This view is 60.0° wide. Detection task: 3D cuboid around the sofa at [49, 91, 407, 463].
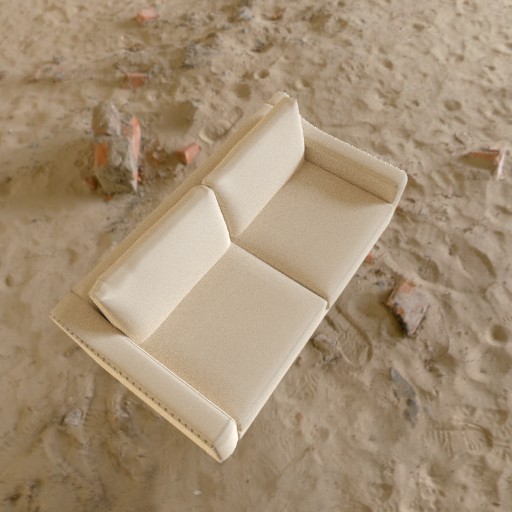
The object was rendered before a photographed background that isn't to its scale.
[{"bbox_3d":[0.000,0.000,2.404,0.949,0.830,1.812,32,64,17],"label":"sofa"}]
